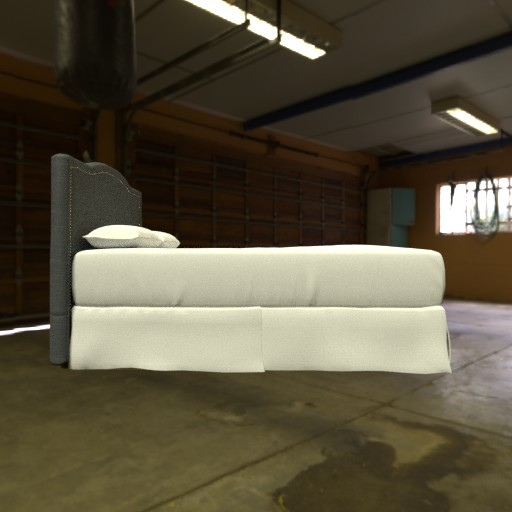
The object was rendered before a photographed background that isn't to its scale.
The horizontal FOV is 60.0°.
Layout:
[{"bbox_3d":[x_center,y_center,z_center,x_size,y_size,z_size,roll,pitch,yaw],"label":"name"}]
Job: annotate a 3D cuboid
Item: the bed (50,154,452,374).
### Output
[{"bbox_3d":[0.000,0.000,3.555,2.507,1.441,1.747,0,0,1],"label":"bed"}]
